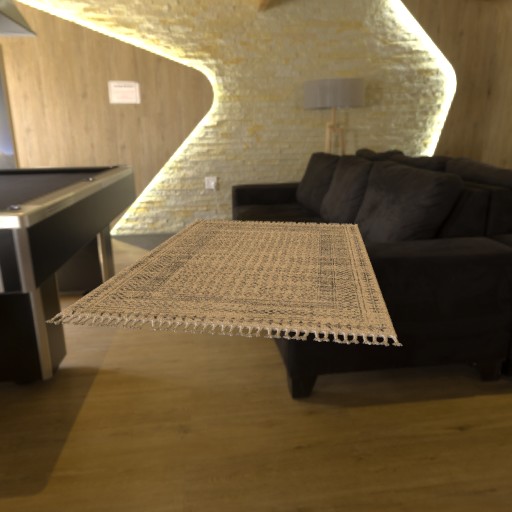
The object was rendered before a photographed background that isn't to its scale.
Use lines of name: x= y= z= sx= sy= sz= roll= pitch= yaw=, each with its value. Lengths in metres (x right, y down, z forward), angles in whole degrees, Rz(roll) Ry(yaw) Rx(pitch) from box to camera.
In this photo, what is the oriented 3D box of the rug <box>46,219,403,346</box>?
rug: x=0.000 y=0.000 z=3.042 sx=1.548 sy=0.013 sz=2.486 roll=2 pitch=16 yaw=8
